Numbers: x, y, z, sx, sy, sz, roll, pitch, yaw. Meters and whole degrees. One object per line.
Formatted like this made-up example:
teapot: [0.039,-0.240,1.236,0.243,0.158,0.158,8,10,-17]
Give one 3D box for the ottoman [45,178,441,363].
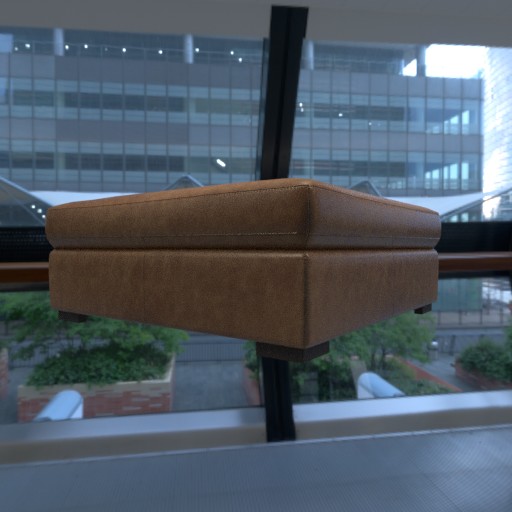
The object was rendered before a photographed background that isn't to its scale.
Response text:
ottoman: [0.000,0.000,1.818,1.168,0.483,1.169,1,1,37]
